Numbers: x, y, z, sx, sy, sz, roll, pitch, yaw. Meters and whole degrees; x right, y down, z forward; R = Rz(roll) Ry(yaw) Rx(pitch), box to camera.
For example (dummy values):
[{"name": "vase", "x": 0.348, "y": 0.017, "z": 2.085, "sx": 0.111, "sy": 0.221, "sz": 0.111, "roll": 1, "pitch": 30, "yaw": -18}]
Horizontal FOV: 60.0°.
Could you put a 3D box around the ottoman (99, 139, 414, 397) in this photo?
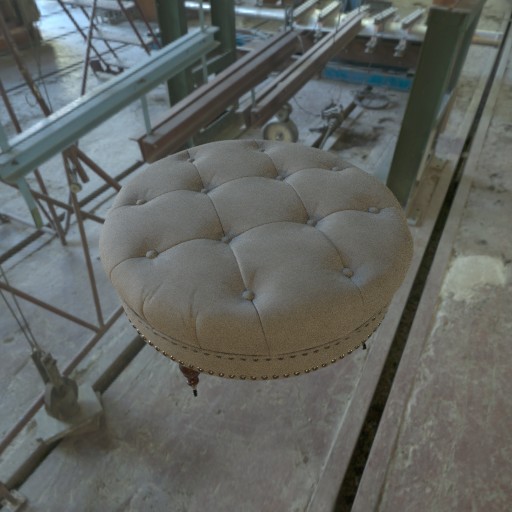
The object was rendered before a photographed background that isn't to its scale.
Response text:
[{"name": "ottoman", "x": 0.000, "y": 0.000, "z": 1.389, "sx": 0.901, "sy": 0.439, "sz": 0.901, "roll": 0, "pitch": 41, "yaw": 0}]
